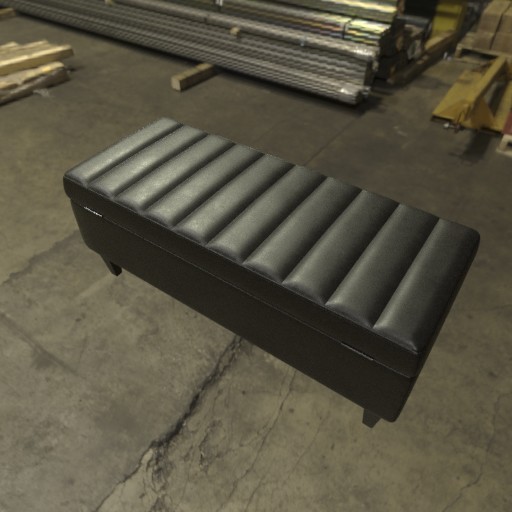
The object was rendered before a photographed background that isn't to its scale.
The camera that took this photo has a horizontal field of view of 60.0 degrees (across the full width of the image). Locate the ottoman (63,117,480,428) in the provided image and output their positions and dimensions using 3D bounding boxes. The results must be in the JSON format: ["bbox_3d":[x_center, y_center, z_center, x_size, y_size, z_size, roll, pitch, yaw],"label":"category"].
[{"bbox_3d":[0.000,0.000,1.407,1.151,0.469,0.482,26,50,24],"label":"ottoman"}]
